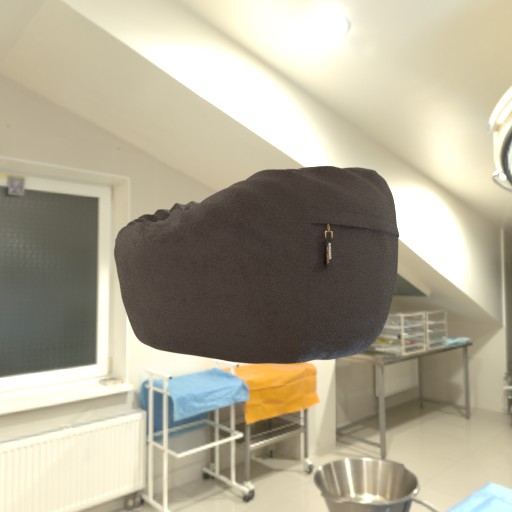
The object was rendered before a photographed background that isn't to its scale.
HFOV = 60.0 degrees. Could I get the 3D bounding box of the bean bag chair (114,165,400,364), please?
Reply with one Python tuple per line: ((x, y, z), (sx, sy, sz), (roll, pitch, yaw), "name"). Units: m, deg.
((0.000, 0.000, 2.053), (1.245, 0.821, 1.245), (0, -3, 0), "bean bag chair")
